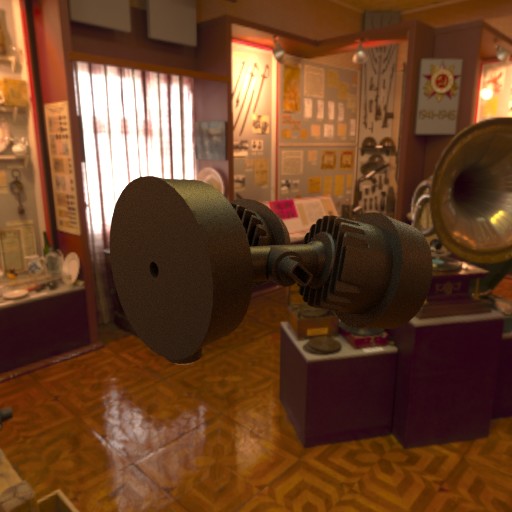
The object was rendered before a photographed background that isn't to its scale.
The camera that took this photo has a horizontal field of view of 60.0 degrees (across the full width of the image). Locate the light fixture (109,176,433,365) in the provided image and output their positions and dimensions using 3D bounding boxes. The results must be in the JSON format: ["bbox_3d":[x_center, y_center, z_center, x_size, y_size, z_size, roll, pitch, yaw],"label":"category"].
[{"bbox_3d":[0.000,0.000,0.318,0.168,0.120,0.213,-13,18,-43],"label":"light fixture"}]
